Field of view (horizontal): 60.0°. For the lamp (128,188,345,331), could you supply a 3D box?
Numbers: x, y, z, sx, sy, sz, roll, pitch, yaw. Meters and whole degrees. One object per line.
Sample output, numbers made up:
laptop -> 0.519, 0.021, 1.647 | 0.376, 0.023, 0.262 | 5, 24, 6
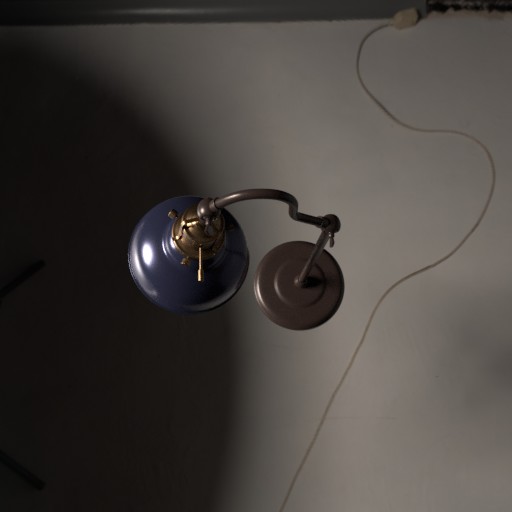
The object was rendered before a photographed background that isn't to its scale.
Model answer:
lamp -> 0.000, 0.000, 0.693 | 0.374, 0.508, 0.192 | -2, 75, -1
